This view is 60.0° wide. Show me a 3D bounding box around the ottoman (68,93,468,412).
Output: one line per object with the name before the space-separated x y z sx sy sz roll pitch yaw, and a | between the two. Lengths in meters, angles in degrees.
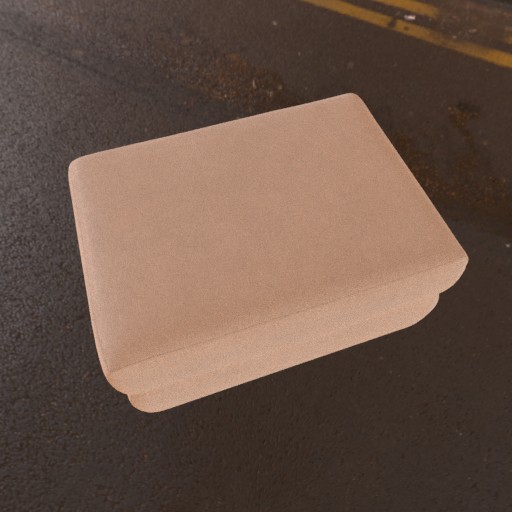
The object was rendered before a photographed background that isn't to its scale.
ottoman | 0.000 0.000 1.139 0.773 0.499 0.569 -16 60 -10
